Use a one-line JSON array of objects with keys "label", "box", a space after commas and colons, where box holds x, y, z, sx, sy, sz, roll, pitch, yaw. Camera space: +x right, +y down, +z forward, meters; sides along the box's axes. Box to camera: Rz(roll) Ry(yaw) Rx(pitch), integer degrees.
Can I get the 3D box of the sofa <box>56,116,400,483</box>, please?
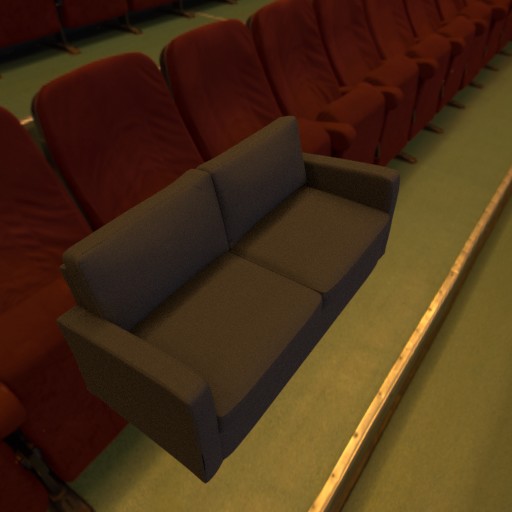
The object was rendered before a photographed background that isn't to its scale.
[{"label": "sofa", "box": [0.000, 0.000, 2.331, 0.898, 0.839, 1.852, 25, 47, 26]}]
